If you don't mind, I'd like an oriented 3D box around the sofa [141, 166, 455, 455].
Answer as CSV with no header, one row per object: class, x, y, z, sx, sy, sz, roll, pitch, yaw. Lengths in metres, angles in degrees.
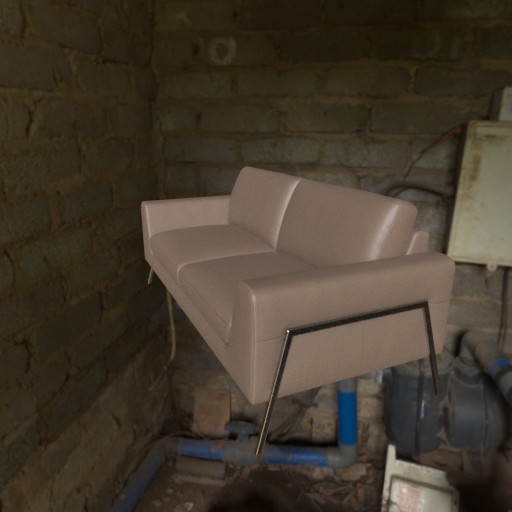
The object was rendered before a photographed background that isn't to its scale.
sofa,0.000,0.000,2.579,0.953,0.875,2.017,-7,18,-23
